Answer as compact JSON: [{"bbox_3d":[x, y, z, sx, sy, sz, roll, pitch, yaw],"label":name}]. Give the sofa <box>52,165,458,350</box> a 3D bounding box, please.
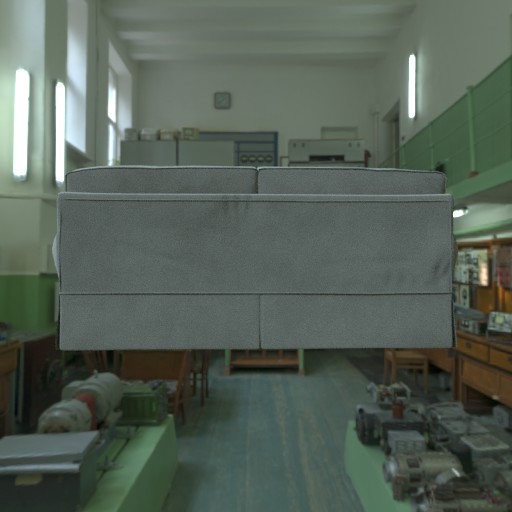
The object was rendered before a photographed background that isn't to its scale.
[{"bbox_3d":[0.000,0.000,2.773,2.246,1.014,0.900,0,-1,-2],"label":"sofa"}]
